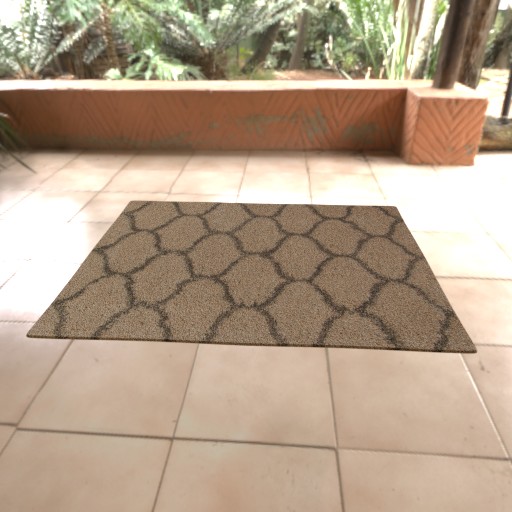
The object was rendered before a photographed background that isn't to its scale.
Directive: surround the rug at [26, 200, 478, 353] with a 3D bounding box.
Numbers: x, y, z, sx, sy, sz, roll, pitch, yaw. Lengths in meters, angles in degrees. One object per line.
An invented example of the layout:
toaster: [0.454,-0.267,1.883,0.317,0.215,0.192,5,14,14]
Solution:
rug: [0.000,0.000,3.960,3.000,0.026,2.399,1,30,3]
